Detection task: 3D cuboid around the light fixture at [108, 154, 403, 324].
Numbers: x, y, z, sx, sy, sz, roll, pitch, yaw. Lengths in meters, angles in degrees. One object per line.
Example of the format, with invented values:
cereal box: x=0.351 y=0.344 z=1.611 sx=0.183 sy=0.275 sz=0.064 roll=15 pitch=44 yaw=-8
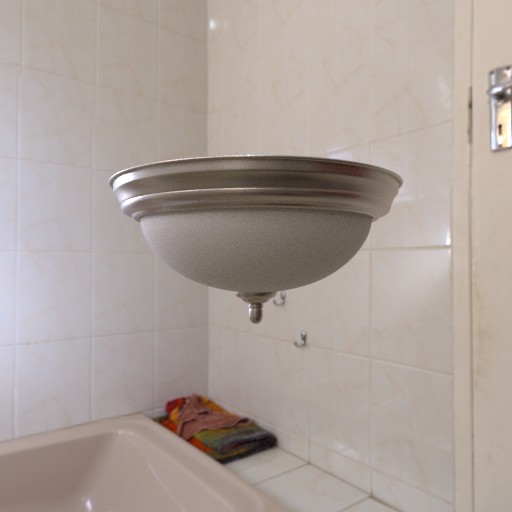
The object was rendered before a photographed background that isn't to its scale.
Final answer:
light fixture: x=0.000 y=0.000 z=0.442 sx=0.280 sy=0.135 sz=0.280 roll=0 pitch=-1 yaw=0
